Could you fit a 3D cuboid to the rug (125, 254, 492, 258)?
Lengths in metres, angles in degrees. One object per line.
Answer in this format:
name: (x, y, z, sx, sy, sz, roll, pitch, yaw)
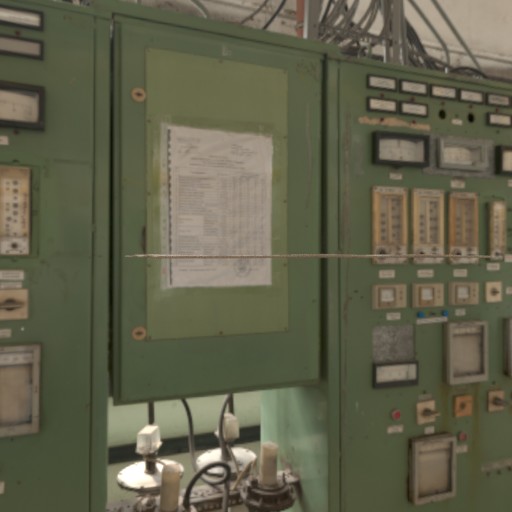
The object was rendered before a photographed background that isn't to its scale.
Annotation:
rug: (0.000, 0.000, 2.306, 1.220, 0.013, 1.829, 0, 0, -19)
